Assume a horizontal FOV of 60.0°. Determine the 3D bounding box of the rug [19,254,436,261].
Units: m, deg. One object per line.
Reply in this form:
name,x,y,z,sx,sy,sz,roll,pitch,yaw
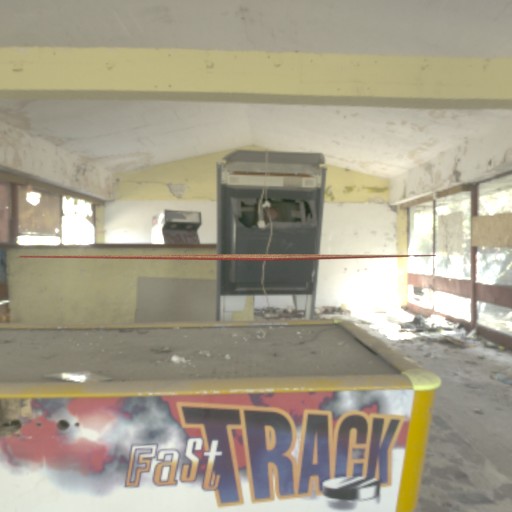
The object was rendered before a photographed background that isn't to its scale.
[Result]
rug,0.000,0.000,4.022,2.387,0.013,3.053,0,1,35
